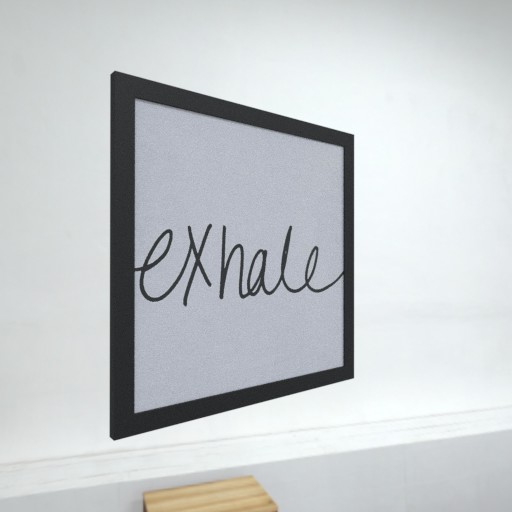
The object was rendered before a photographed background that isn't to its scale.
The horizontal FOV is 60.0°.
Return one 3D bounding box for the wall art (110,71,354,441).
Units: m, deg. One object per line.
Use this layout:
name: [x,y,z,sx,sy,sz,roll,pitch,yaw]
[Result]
wall art: [0.000,0.000,0.543,0.358,0.357,0.012,0,0,-38]
